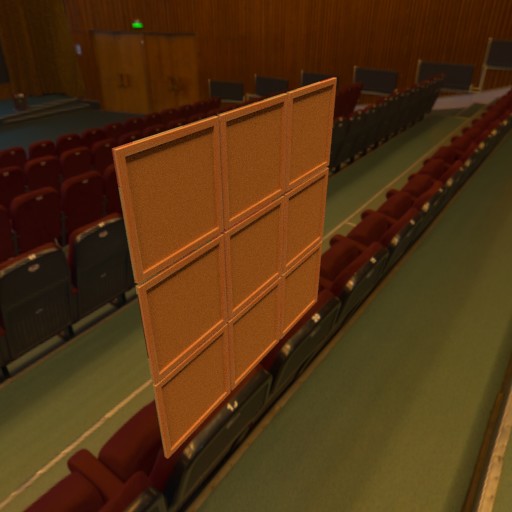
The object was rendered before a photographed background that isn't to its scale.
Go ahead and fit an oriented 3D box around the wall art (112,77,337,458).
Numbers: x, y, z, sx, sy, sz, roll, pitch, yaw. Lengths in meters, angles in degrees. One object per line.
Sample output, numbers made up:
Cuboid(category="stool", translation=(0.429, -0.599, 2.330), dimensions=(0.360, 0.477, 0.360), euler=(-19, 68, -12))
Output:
Cuboid(category="wall art", translation=(0.000, 0.000, 1.365), dimensions=(0.012, 0.910, 0.911), euler=(20, 36, 29))
